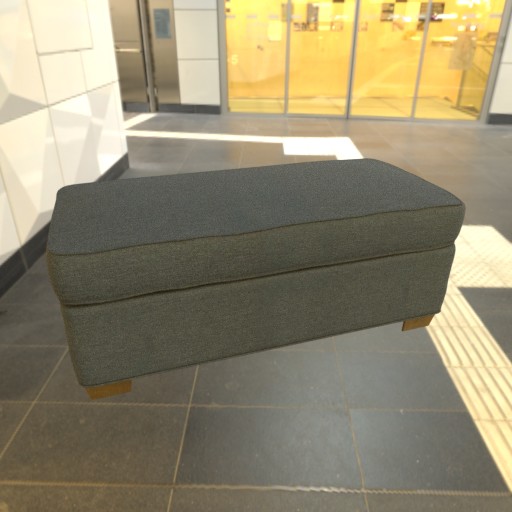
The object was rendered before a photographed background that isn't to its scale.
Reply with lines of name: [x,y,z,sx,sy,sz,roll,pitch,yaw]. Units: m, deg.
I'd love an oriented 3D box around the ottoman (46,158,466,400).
ottoman: [0.000,0.000,1.375,1.110,0.460,0.515,-9,29,-16]
